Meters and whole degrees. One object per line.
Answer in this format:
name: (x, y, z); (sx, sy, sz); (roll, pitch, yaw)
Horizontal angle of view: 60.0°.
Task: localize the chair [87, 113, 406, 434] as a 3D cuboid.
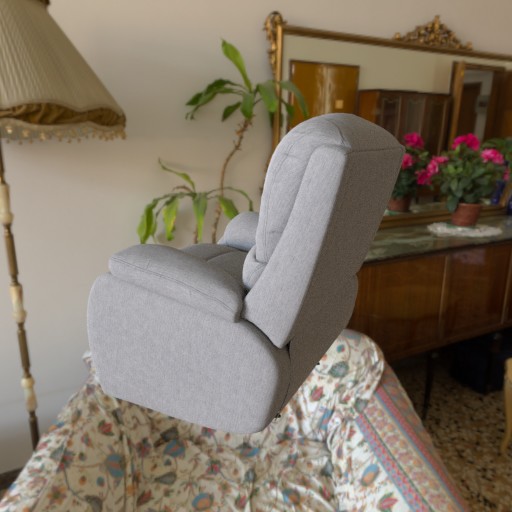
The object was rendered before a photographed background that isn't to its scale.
chair: (0.000, 0.000, 1.673); (0.899, 1.011, 0.930); (7, 16, 26)
